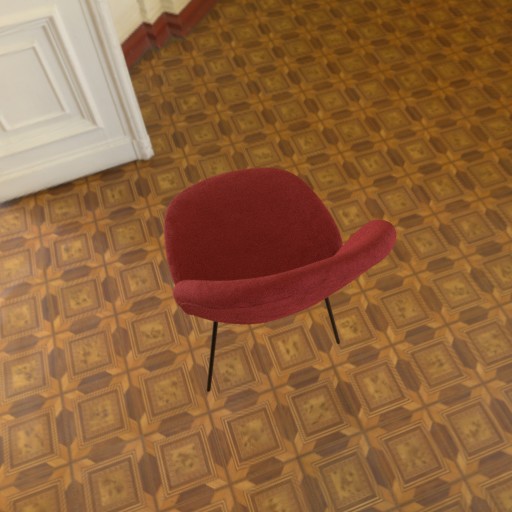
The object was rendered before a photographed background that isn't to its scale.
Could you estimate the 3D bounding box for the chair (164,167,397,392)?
[{"bbox_3d":[0.000,0.000,1.160,0.458,0.791,0.587,-18,61,-10],"label":"chair"}]
